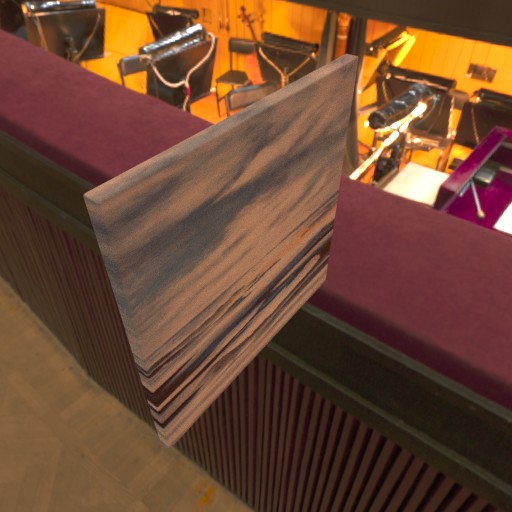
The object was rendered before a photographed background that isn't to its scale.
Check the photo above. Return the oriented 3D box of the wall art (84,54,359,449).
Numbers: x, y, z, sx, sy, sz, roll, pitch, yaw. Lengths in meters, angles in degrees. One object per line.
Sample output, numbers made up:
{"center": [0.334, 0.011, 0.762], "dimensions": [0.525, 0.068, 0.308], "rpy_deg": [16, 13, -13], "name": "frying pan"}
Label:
{"center": [0.000, 0.000, 1.077], "dimensions": [0.035, 0.747, 0.747], "rpy_deg": [27, 49, 27], "name": "wall art"}
